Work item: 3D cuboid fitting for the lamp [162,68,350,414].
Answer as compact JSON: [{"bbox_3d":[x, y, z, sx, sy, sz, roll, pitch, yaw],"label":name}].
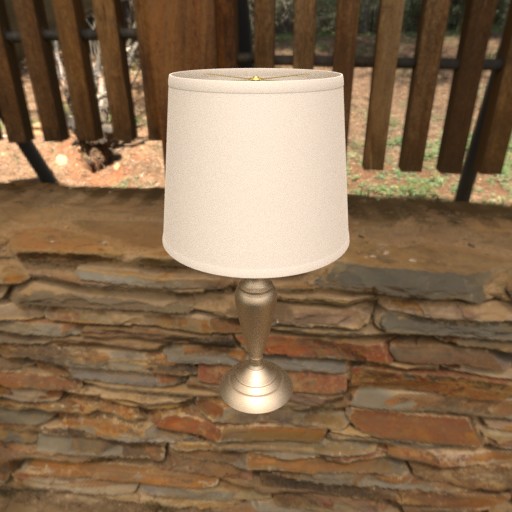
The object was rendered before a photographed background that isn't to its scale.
[{"bbox_3d":[0.000,0.000,0.811,0.328,0.619,0.328,0,26,0],"label":"lamp"}]
